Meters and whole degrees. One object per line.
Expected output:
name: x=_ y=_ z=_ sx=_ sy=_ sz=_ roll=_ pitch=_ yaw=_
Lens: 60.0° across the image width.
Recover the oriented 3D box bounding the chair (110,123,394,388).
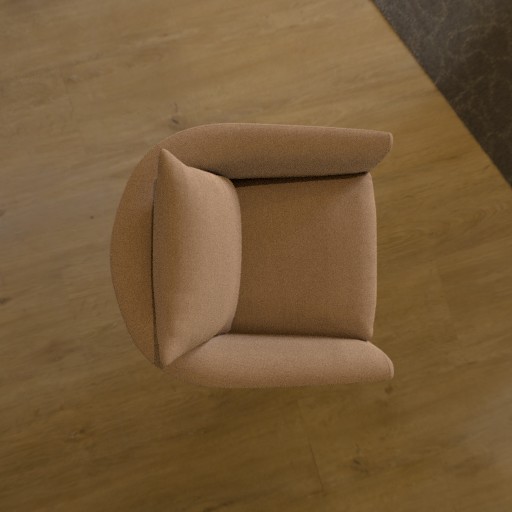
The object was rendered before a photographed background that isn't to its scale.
chair: x=0.000 y=0.000 z=1.597 sx=0.910 sy=0.848 sz=0.845 roll=0 pitch=89 yaw=-2
